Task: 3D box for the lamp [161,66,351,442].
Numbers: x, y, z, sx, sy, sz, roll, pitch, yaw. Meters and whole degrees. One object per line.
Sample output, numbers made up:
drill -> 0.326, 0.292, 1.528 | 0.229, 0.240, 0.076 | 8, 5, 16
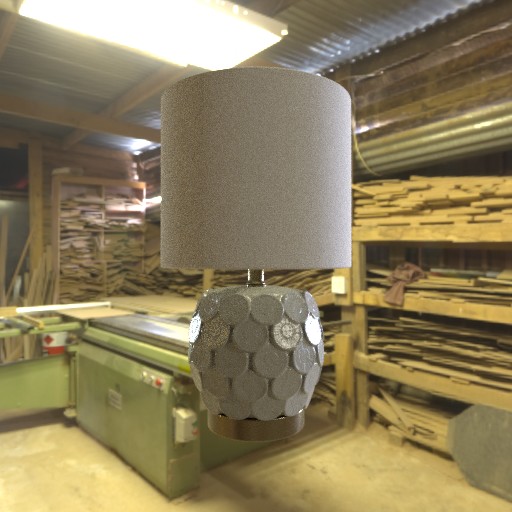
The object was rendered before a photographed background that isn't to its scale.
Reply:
lamp -> 0.000, 0.000, 0.604 | 0.254, 0.452, 0.254 | 0, -1, 0
